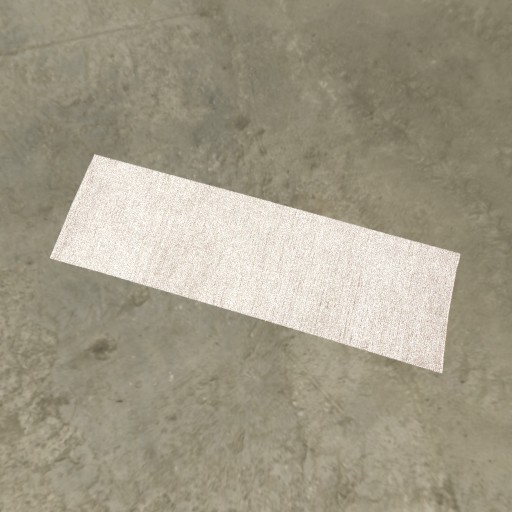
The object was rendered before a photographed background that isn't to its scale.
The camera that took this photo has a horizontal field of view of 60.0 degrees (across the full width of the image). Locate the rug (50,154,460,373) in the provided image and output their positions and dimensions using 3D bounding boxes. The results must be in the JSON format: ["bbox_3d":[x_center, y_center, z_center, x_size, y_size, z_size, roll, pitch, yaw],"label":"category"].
[{"bbox_3d":[0.000,0.000,2.624,2.346,0.013,0.712,16,75,4],"label":"rug"}]
